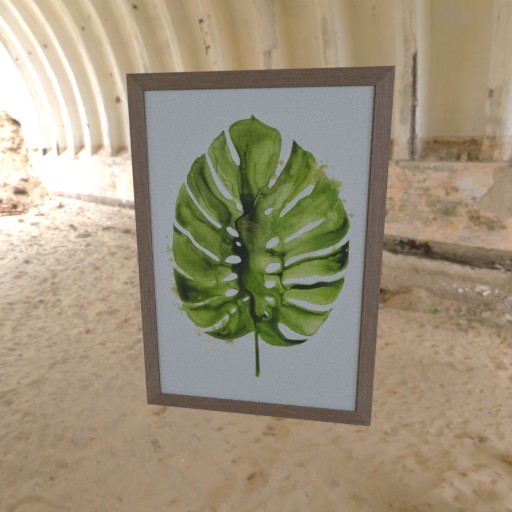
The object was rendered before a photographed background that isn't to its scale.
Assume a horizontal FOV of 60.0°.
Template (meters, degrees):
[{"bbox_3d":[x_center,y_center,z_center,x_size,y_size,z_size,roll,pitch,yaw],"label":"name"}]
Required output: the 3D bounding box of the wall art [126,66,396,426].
[{"bbox_3d":[0.000,0.000,0.656,0.358,0.510,0.032,2,14,9],"label":"wall art"}]
